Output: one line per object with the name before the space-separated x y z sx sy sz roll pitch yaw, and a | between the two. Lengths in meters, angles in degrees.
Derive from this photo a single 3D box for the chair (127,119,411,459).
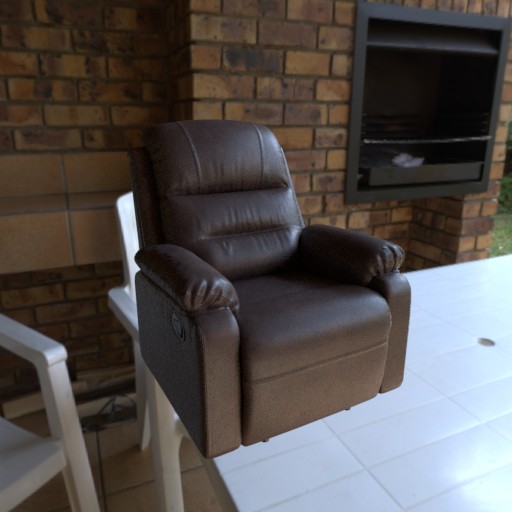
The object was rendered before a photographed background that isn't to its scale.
chair | 0.000 0.000 1.675 0.855 0.992 0.919 -9 19 -28
